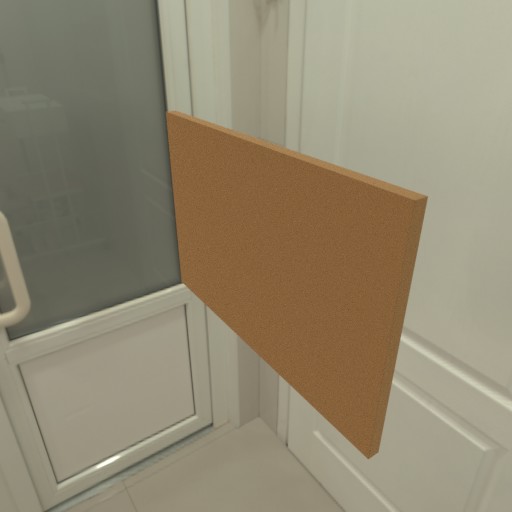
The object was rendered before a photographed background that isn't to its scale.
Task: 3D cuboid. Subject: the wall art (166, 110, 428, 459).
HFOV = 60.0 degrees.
[{"bbox_3d":[0.000,0.000,1.175,0.033,0.608,0.915,-18,33,-30],"label":"wall art"}]
